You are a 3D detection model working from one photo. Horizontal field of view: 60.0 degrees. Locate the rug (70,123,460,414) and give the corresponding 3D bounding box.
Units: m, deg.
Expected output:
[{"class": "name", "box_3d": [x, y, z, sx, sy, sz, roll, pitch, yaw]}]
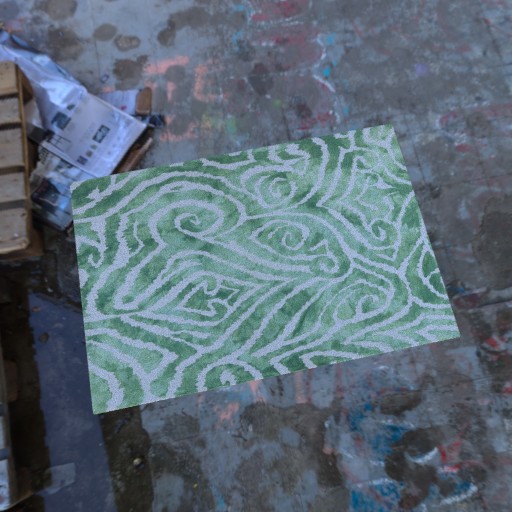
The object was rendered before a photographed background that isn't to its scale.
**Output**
[{"class": "rug", "box_3d": [0.000, 0.000, 2.313, 1.826, 0.006, 1.220, -11, 75, -3]}]
